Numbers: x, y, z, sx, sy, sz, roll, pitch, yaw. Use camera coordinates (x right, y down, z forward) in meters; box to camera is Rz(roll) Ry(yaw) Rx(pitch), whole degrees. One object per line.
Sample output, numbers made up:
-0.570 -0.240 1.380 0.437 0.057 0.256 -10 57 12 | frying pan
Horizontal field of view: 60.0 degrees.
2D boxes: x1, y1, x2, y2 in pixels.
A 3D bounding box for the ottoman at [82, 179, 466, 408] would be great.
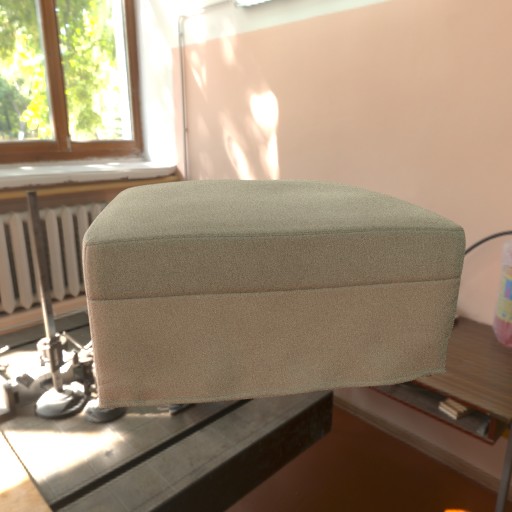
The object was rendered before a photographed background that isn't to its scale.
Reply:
0.000 0.000 1.336 0.842 0.441 0.843 -3 16 -9 | ottoman
